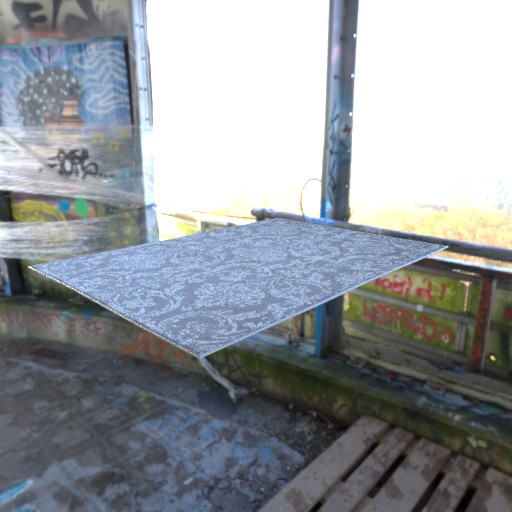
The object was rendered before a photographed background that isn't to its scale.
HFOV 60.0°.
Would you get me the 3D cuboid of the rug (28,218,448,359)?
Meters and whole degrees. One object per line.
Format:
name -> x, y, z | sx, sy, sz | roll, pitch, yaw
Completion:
rug -> 0.000, 0.000, 2.831 | 1.578, 0.014, 2.206 | 14, 21, 42
